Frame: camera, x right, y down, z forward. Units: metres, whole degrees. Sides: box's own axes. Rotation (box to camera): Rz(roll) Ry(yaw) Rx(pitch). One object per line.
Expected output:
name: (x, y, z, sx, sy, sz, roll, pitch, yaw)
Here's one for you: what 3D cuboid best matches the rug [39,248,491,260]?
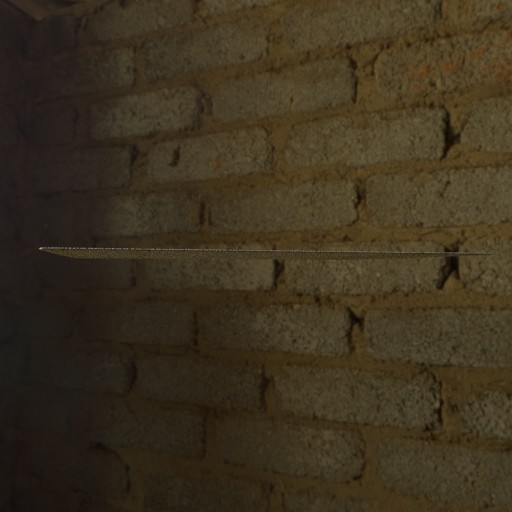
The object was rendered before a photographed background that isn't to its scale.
rug: (0.000, 0.000, 2.159, 1.758, 0.010, 1.143, 0, -2, -18)
